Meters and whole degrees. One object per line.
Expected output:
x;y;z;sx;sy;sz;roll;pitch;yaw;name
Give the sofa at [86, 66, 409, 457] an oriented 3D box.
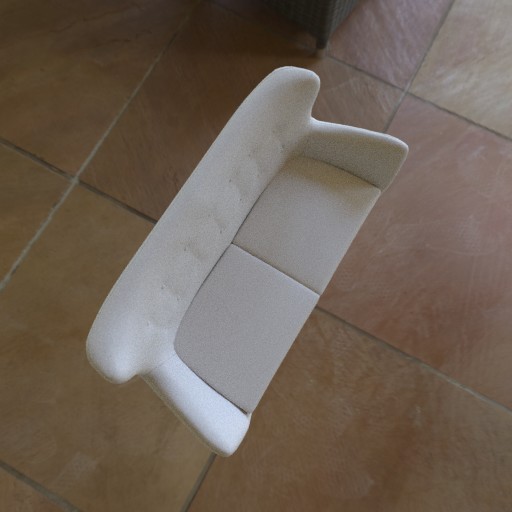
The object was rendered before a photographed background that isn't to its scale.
0.000;0.000;2.511;0.899;0.890;1.930;31;78;7;sofa
